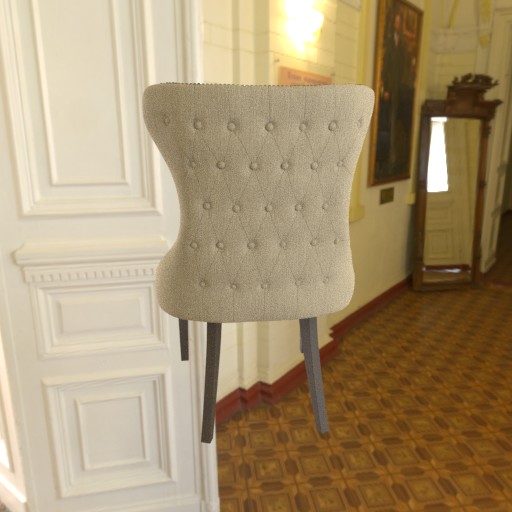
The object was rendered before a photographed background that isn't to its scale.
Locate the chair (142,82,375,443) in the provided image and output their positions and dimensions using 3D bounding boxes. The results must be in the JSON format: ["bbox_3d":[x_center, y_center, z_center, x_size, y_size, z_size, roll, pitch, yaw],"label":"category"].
[{"bbox_3d":[0.000,0.000,1.390,0.628,0.967,0.635,-2,14,-8],"label":"chair"}]
